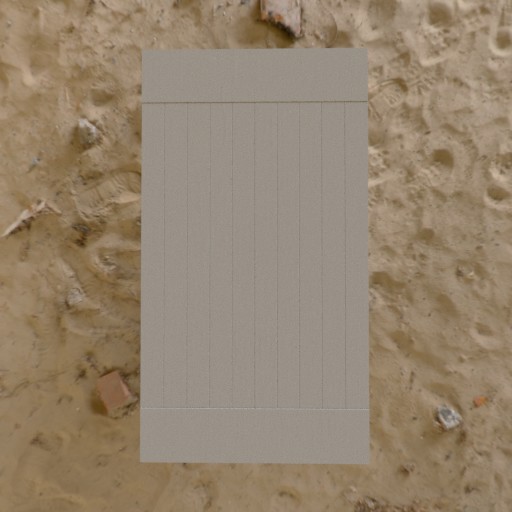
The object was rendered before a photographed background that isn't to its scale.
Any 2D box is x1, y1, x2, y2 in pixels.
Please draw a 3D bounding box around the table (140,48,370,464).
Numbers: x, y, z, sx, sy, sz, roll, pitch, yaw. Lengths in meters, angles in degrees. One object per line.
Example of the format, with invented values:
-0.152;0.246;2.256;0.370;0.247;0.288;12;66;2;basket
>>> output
0.000;0.000;1.384;0.600;0.495;1.062;0;89;1;table
